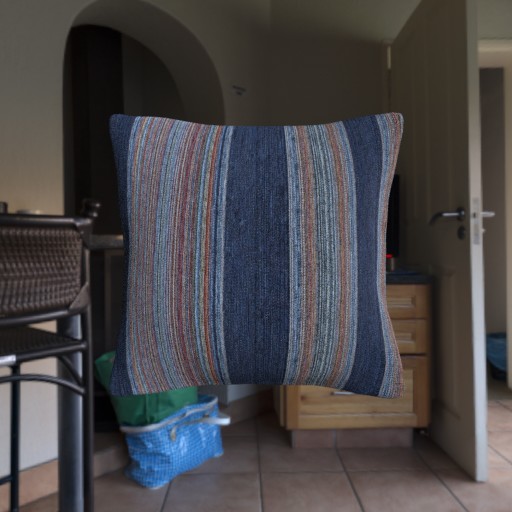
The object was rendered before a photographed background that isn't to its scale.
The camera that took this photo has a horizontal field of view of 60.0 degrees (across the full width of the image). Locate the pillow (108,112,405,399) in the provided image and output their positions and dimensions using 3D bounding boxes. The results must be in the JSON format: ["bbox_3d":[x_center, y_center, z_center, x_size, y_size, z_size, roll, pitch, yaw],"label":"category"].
[{"bbox_3d":[0.000,0.000,0.651,0.437,0.419,0.136,0,0,1],"label":"pillow"}]
